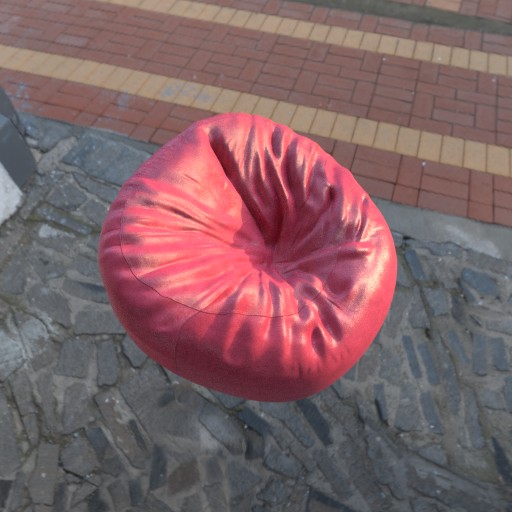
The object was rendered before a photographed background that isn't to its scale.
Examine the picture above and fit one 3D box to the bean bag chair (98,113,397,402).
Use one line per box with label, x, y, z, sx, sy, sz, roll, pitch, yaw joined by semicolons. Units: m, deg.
bean bag chair;0.000;0.000;2.467;1.524;0.878;1.524;31;63;18
